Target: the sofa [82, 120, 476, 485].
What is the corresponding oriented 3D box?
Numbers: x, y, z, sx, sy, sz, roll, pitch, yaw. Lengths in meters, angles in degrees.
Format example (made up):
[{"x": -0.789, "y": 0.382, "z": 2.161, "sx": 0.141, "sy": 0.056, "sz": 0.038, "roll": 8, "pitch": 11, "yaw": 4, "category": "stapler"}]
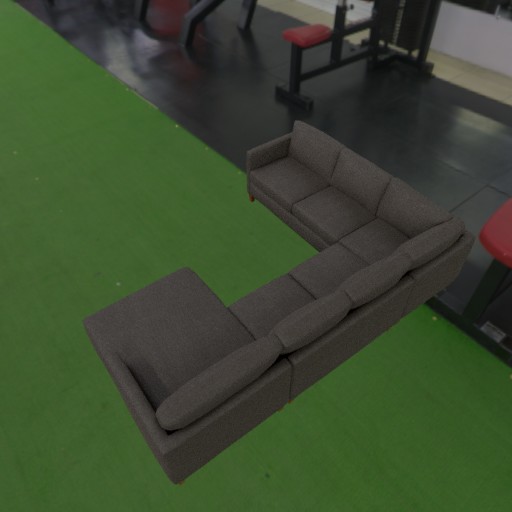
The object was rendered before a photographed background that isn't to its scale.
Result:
[{"x": 0.000, "y": 0.000, "z": 4.452, "sx": 3.460, "sy": 0.961, "sz": 2.594, "roll": -28, "pitch": 52, "yaw": -25, "category": "sofa"}]
